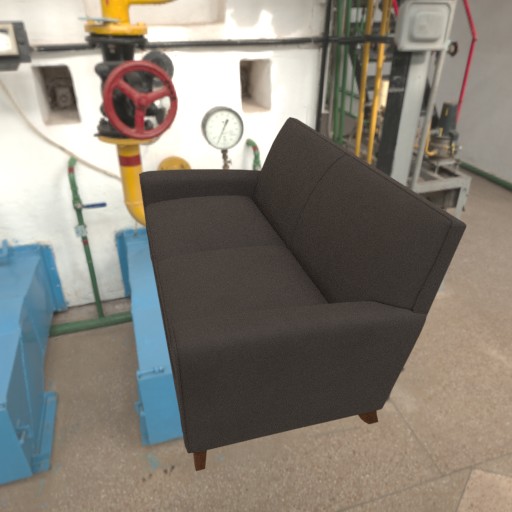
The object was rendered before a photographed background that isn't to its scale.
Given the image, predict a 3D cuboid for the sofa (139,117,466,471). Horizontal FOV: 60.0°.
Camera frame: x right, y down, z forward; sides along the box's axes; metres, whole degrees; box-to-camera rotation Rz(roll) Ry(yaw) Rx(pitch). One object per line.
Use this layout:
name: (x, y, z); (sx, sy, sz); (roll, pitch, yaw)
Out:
sofa: (0.000, 0.000, 1.926); (0.871, 0.846, 1.420); (-8, 31, -14)
